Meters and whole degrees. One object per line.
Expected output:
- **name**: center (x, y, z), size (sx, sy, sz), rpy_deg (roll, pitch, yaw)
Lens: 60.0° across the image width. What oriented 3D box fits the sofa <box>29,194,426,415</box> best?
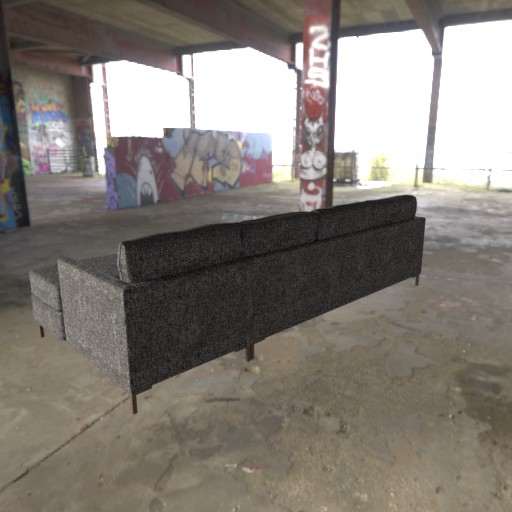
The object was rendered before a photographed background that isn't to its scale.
- **sofa**: center (0.000, 0.000, 3.955), size (3.384, 0.970, 1.488), rpy_deg (-13, 19, -42)
